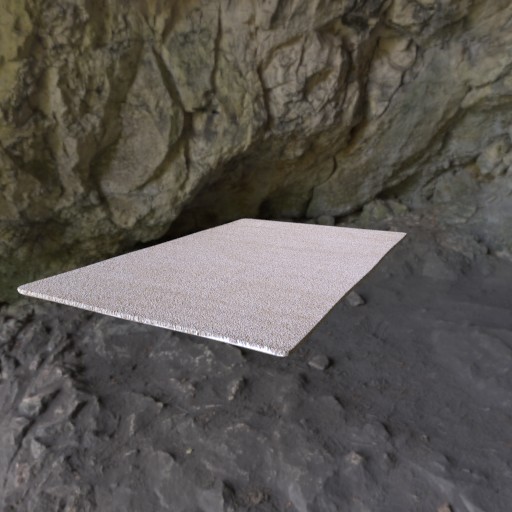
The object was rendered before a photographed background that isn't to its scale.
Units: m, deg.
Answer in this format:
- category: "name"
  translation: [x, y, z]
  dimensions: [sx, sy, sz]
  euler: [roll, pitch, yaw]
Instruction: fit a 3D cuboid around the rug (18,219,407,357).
- category: "rug"
  translation: [0.000, 0.000, 2.878]
  dimensions: [1.500, 0.026, 2.349]
  euler: [8, 16, 27]
